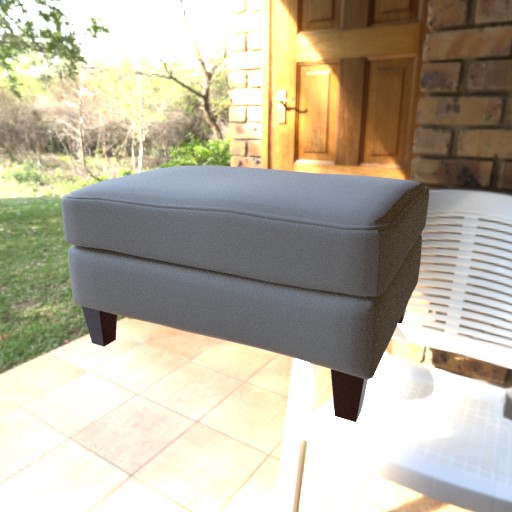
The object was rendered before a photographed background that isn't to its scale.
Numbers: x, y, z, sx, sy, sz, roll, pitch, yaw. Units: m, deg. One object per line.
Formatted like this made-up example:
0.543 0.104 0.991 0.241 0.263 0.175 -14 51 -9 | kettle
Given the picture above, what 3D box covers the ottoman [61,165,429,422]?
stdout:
0.000 0.000 1.237 0.818 0.479 0.634 9 19 26 | ottoman
